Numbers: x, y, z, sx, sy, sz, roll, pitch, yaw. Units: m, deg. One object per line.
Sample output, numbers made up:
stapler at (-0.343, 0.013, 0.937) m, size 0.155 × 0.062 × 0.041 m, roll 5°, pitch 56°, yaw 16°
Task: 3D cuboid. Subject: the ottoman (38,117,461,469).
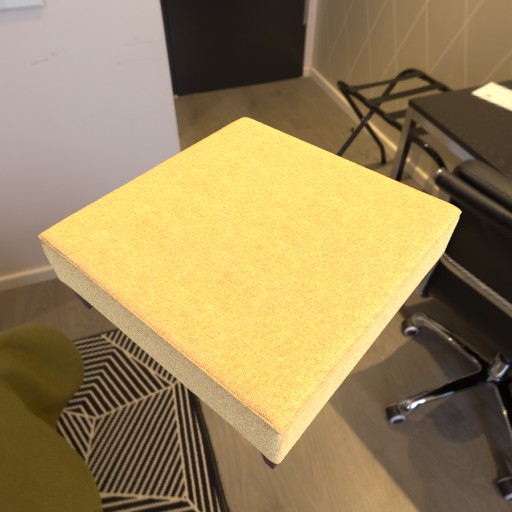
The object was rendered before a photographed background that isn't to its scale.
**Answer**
ottoman at (0.000, 0.000, 1.517) m, size 0.970 × 0.378 × 0.981 m, roll 31°, pitch 53°, yaw 27°
